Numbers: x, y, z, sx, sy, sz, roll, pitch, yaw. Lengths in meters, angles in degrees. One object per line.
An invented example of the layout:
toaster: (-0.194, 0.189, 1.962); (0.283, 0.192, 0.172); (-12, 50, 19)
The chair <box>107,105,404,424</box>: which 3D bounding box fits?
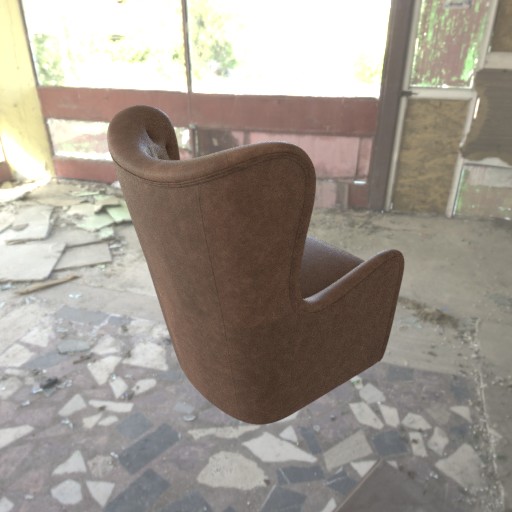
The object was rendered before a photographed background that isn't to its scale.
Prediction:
chair: (0.000, 0.000, 1.724); (0.930, 1.079, 0.831); (-19, 33, -33)
